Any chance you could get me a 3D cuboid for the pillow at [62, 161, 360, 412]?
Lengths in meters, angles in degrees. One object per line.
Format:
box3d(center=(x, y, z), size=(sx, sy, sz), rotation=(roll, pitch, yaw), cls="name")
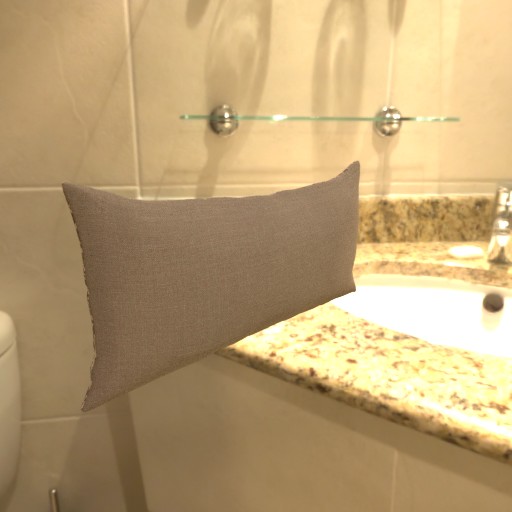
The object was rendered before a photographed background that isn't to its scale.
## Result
box3d(center=(0.000, 0.000, 0.741), size=(0.148, 0.290, 0.631), rotation=(15, 21, 43), cls="pillow")
